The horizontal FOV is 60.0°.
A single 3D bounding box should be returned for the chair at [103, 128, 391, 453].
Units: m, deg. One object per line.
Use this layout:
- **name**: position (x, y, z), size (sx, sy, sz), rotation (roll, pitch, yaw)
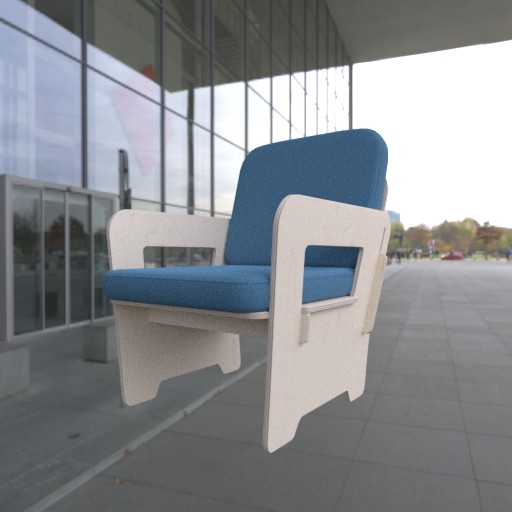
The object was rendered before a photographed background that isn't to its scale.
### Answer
- **chair**: position (0.000, 0.000, 1.170), size (0.547, 0.747, 0.657), rotation (0, 1, 37)
